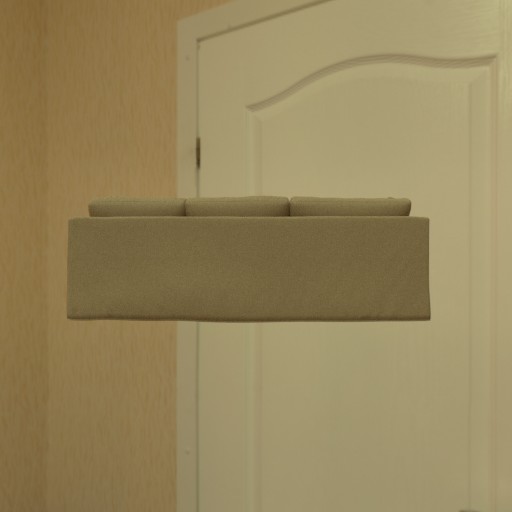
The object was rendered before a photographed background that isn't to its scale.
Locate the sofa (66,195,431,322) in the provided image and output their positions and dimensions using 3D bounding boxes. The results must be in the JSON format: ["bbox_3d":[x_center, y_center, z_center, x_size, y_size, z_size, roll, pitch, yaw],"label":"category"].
[{"bbox_3d":[0.000,0.000,4.659,2.476,0.878,3.528,0,0,2],"label":"sofa"}]
